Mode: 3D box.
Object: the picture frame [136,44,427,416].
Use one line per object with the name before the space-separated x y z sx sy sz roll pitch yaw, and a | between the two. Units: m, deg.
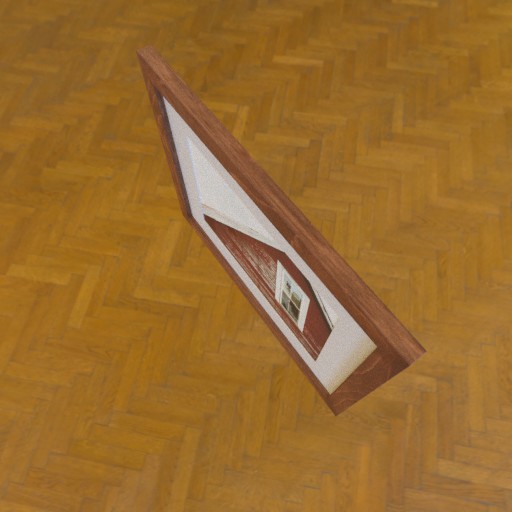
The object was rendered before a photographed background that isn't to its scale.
picture frame | 0.000 0.000 0.752 0.025 0.457 0.559 -33 69 -15
